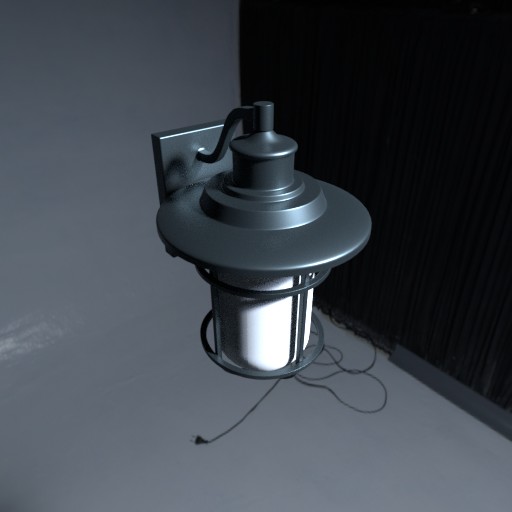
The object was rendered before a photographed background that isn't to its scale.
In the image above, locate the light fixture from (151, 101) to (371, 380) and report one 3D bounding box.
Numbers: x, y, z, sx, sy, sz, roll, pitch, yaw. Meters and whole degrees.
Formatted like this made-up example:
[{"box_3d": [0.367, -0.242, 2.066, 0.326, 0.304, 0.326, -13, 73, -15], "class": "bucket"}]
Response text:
[{"box_3d": [0.000, 0.000, 0.511, 0.222, 0.345, 0.252, -23, 38, -32], "class": "light fixture"}]
